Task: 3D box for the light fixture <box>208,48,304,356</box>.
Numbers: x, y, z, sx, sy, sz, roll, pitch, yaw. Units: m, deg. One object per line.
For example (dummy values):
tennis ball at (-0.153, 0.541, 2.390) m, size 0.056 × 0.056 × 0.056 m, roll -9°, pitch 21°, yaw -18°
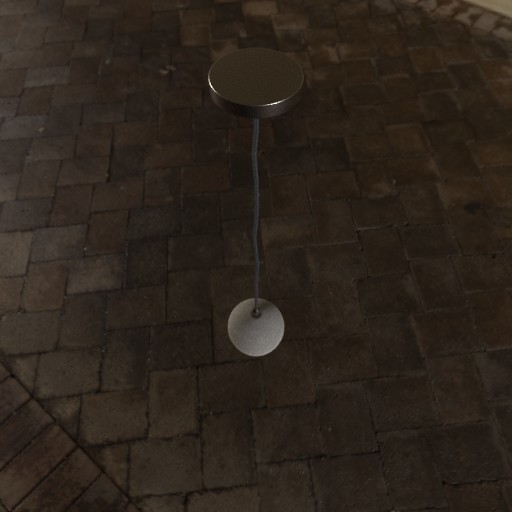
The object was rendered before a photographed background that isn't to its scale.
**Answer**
light fixture at (0.000, 0.000, 0.834) m, size 0.139 × 0.764 × 0.139 m, roll -15°, pitch 58°, yaw -10°
